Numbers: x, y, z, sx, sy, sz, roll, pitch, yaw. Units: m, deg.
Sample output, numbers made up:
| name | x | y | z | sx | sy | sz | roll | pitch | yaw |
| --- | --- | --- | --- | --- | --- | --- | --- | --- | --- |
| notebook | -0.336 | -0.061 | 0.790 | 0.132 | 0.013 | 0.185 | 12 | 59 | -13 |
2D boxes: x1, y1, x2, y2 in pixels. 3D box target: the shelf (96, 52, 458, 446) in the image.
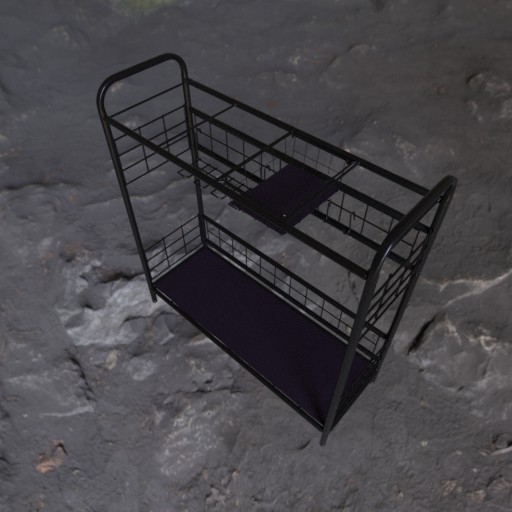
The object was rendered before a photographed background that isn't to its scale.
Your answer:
| name | x | y | z | sx | sy | sz | roll | pitch | yaw |
| --- | --- | --- | --- | --- | --- | --- | --- | --- | --- |
| shelf | 0.000 | 0.000 | 1.496 | 0.961 | 1.026 | 0.350 | 34 | 56 | 27 |
